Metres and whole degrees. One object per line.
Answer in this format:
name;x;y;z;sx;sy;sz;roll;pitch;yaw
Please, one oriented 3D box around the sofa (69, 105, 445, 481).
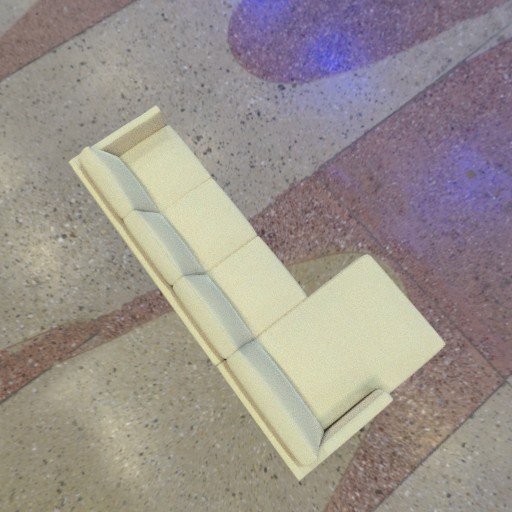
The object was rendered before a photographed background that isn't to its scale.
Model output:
sofa;0.000;0.000;3.879;1.650;0.922;3.205;-37;78;-9
